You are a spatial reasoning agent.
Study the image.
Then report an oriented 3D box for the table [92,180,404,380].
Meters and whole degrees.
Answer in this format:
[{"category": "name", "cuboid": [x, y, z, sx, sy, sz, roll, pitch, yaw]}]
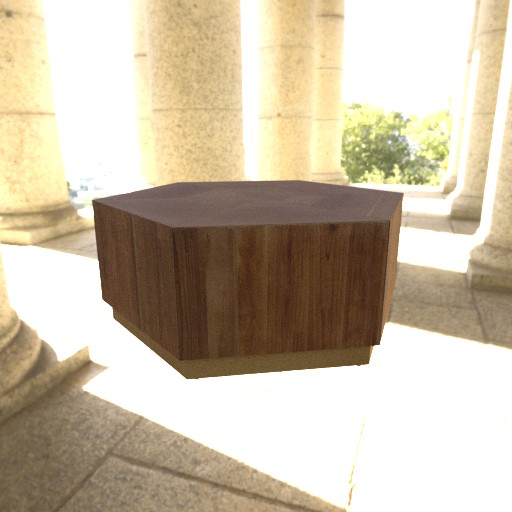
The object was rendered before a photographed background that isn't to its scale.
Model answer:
[{"category": "table", "cuboid": [0.000, 0.000, 1.687, 1.154, 0.456, 1.000, -2, 16, -9]}]
